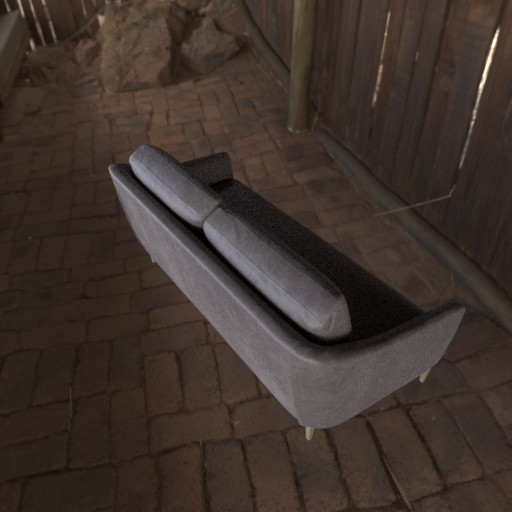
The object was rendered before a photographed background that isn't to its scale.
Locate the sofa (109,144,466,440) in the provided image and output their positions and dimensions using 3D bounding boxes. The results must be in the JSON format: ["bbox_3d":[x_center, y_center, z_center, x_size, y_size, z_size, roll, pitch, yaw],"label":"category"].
[{"bbox_3d":[0.000,0.000,2.543,0.960,0.902,2.036,-25,45,-28],"label":"sofa"}]
